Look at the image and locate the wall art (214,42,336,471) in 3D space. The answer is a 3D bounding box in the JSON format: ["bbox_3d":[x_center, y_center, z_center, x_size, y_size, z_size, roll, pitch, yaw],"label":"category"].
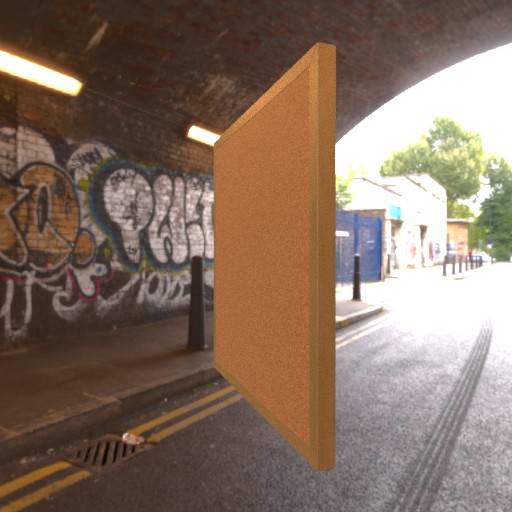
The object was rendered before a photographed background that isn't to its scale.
[{"bbox_3d":[0.000,0.000,1.152,0.037,0.763,0.763,0,0,-19],"label":"wall art"}]
